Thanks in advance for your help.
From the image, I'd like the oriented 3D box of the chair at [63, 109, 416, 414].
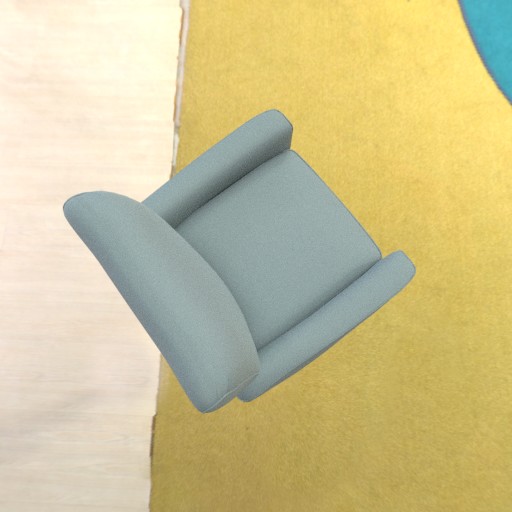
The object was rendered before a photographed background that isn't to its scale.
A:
[{"bbox_3d":[0.000,0.000,1.642,0.846,1.007,0.853,-36,78,-9],"label":"chair"}]
